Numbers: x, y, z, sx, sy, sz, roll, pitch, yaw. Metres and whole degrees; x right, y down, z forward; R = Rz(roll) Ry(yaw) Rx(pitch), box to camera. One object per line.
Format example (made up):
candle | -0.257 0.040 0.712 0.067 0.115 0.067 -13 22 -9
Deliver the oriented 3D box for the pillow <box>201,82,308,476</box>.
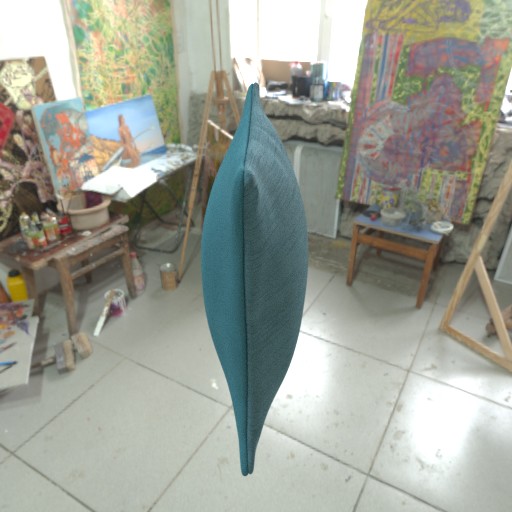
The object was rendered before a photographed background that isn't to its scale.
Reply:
pillow | 0.000 0.000 0.653 0.151 0.415 0.433 0 31 1
